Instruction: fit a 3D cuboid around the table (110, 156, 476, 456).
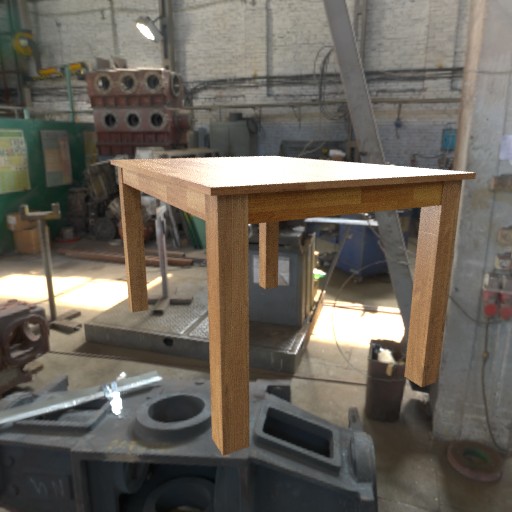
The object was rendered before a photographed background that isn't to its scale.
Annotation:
[{"bbox_3d":[0.000,0.000,1.862,0.900,0.750,1.300,-8,17,-26],"label":"table"}]
